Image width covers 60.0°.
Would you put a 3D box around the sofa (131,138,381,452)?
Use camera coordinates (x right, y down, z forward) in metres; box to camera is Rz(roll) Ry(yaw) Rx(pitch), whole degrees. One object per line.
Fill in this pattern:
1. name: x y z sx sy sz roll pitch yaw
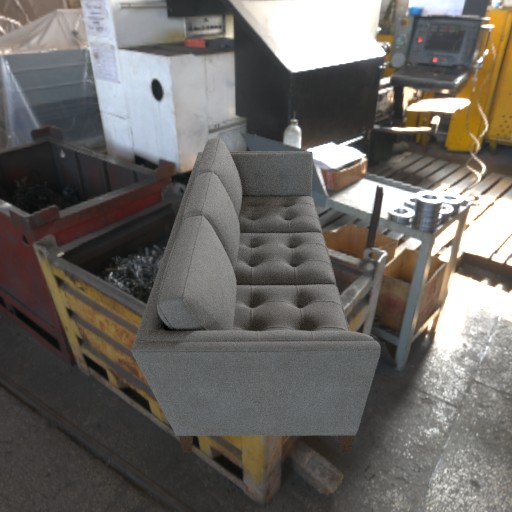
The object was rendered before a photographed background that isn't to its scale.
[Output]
1. sofa: 0.000 0.000 2.861 0.965 0.940 2.387 0 31 0
